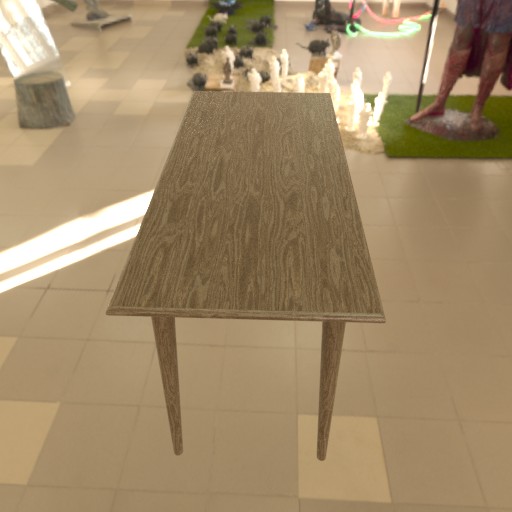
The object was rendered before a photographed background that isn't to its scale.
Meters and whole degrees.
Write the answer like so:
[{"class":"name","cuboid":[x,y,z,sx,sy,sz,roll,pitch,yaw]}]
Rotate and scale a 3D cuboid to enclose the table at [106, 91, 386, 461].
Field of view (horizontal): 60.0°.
[{"class":"table","cuboid":[0.000,0.000,1.687,0.599,0.780,1.300,1,40,2]}]
